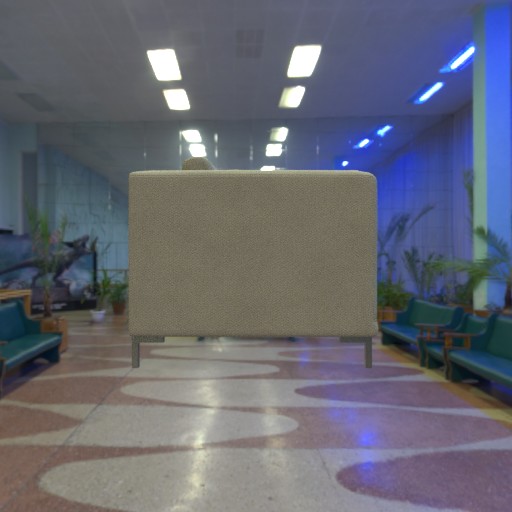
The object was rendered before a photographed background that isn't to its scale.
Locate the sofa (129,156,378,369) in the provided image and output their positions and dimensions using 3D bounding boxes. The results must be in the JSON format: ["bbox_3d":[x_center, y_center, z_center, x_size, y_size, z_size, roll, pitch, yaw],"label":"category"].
[{"bbox_3d":[0.000,0.000,2.897,0.969,0.867,2.415,0,0,0],"label":"sofa"}]
